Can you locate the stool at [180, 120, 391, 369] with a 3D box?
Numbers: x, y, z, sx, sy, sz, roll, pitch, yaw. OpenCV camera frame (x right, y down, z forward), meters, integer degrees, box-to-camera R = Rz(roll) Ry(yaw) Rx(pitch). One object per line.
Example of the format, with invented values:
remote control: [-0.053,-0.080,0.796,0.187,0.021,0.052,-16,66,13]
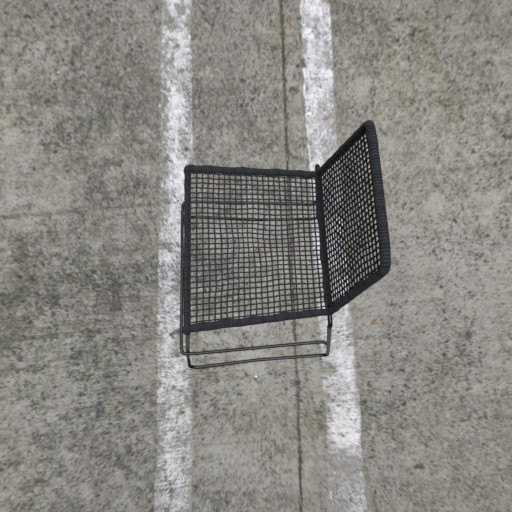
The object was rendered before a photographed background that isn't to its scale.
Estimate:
stool: [0.000,0.000,1.253,0.509,0.905,0.590,-2,75,-1]
